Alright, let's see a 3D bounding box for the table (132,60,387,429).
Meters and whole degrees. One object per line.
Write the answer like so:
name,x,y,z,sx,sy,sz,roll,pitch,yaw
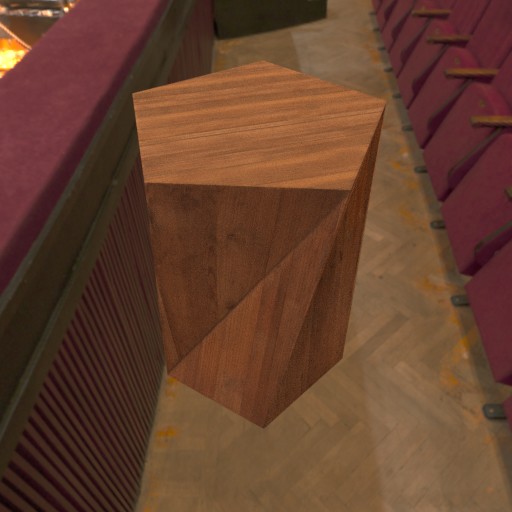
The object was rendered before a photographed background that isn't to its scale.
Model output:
table,0.000,0.000,0.894,0.425,0.604,0.441,4,45,4
